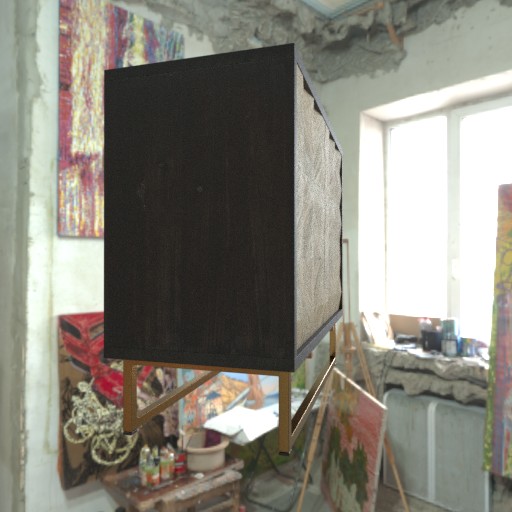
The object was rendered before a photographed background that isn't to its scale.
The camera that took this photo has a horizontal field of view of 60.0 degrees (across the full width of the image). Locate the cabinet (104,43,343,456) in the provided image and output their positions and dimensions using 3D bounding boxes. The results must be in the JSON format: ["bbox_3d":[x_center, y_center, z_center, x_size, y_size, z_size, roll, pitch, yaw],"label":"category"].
[{"bbox_3d":[0.000,0.000,1.416,0.451,0.860,0.950,0,0,17],"label":"cabinet"}]
